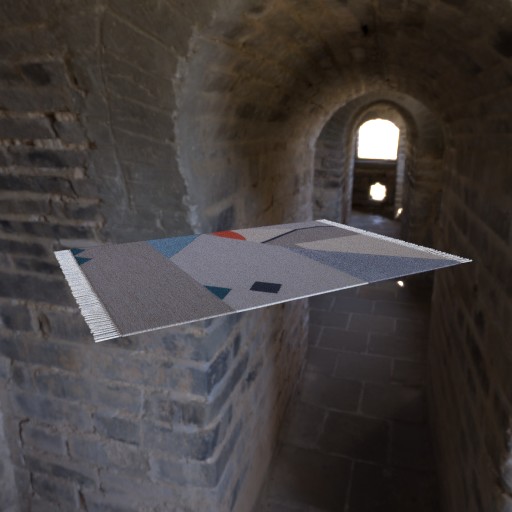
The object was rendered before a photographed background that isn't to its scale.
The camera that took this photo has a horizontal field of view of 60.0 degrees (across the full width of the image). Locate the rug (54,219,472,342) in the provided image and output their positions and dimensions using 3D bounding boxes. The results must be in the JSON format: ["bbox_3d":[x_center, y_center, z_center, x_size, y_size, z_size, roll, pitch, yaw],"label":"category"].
[{"bbox_3d":[0.000,0.000,2.311,1.828,0.005,1.220,-9,18,-28],"label":"rug"}]
